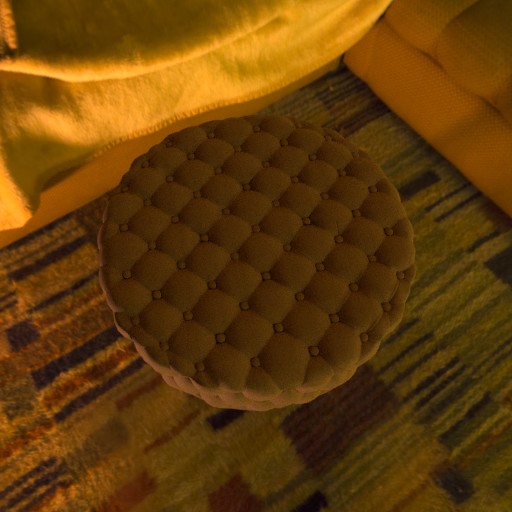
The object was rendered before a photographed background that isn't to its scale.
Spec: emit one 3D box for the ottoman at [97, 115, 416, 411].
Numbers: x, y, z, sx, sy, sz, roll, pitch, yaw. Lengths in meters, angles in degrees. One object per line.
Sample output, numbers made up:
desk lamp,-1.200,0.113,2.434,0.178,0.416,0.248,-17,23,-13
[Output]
ottoman,0.000,0.000,1.518,0.998,0.399,0.998,0,63,0
